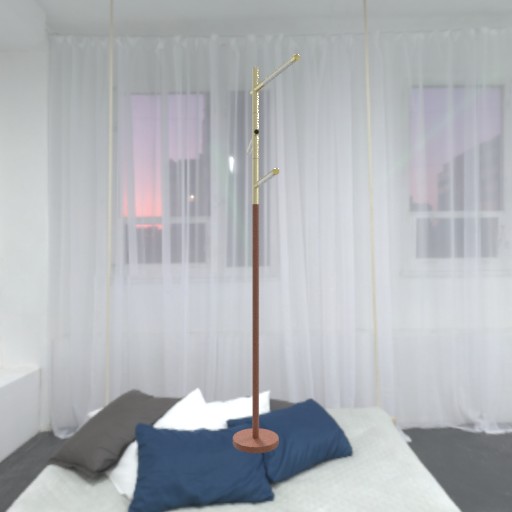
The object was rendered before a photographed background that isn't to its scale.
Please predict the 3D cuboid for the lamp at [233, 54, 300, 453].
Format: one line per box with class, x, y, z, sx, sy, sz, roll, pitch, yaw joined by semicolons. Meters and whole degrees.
lamp;0.000;0.000;2.011;0.209;1.704;0.737;0;0;-20
